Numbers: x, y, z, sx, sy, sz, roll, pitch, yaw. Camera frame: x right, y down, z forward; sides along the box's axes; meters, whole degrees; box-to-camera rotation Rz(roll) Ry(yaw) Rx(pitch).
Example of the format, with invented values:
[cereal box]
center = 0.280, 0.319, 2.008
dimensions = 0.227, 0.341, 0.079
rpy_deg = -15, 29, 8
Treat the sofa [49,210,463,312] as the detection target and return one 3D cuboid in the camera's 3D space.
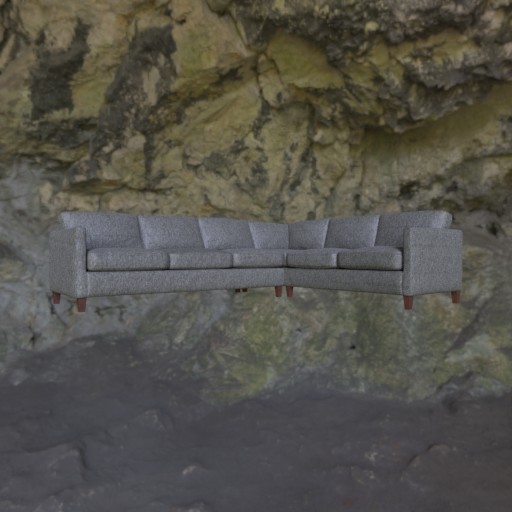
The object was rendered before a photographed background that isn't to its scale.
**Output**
[sofa]
center = 0.000, 0.000, 4.408
dimensions = 3.302, 0.947, 2.593
rpy_deg = 0, 0, -38
